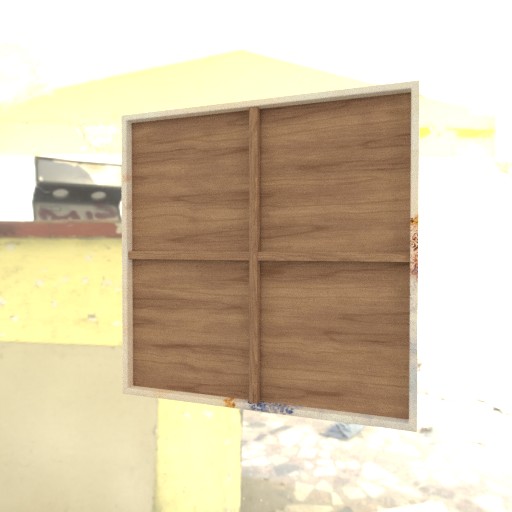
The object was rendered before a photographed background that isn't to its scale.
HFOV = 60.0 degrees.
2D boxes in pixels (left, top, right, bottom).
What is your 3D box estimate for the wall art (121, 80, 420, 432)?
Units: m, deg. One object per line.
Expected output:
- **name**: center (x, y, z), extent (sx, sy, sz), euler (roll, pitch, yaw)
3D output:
- **wall art**: center (0.000, 0.000, 1.542), extent (1.061, 1.061, 0.071), euler (0, 1, 20)
